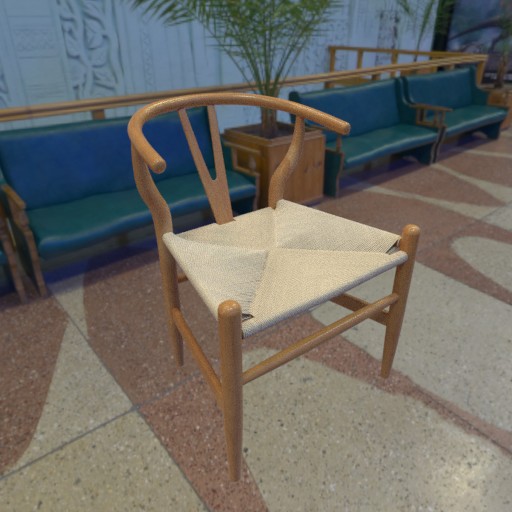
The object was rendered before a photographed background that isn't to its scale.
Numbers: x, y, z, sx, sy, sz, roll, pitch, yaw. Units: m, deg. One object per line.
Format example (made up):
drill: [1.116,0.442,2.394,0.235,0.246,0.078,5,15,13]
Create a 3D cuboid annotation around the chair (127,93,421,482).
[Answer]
chair: [0.000,0.000,1.152,0.569,0.730,0.579,-20,34,-32]
